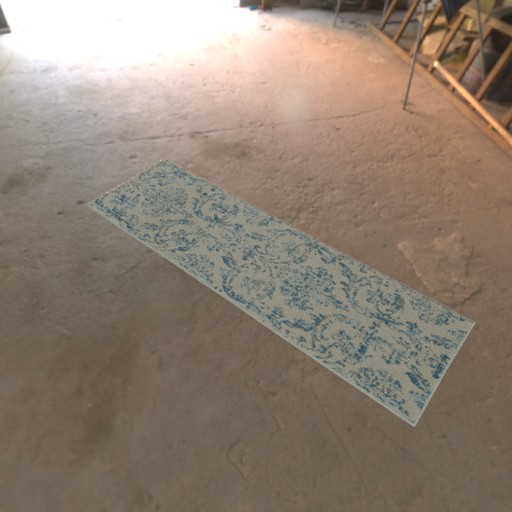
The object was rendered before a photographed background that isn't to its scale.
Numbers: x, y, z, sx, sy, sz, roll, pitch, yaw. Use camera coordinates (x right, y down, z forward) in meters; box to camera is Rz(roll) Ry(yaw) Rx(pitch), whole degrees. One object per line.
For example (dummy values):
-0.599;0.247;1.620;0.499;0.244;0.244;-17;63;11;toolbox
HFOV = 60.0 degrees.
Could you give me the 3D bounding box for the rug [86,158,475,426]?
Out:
0.000;0.000;2.442;2.196;0.011;0.662;31;53;26;rug
